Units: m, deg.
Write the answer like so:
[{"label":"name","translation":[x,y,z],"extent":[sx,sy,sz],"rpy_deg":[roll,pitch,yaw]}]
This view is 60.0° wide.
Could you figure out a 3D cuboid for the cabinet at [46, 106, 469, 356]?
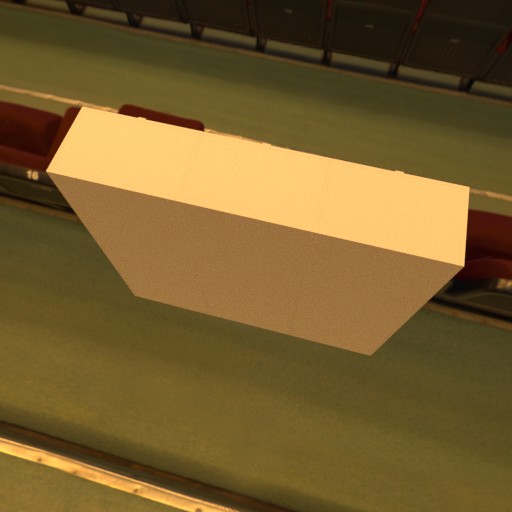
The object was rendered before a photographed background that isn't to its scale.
[{"label":"cabinet","translation":[0.000,0.000,3.961],"extent":[2.700,2.370,0.590],"rpy_deg":[13,65,6]}]
